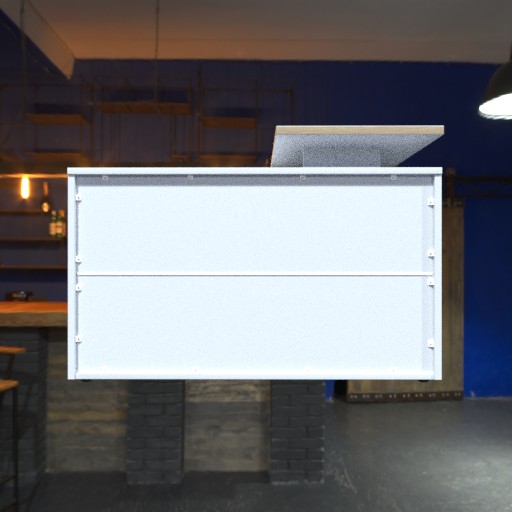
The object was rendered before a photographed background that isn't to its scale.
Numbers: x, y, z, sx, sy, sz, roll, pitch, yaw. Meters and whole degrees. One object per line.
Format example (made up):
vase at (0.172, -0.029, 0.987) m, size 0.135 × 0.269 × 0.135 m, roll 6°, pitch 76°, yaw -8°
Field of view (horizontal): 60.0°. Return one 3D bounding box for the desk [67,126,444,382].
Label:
desk at (0.000, 0.000, 1.990) m, size 1.098 × 0.755 × 1.404 m, roll 0°, pitch 0°, yaw 0°
